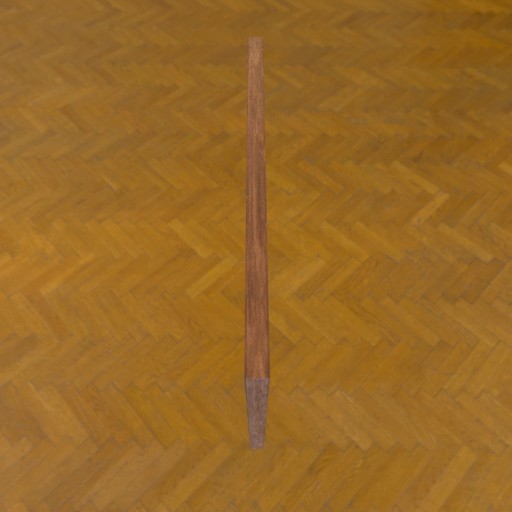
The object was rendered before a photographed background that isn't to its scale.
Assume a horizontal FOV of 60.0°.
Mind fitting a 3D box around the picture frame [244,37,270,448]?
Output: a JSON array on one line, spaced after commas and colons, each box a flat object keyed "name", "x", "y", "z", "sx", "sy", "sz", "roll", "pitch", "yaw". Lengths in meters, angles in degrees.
[{"name": "picture frame", "x": 0.000, "y": 0.000, "z": 0.773, "sx": 0.025, "sy": 0.457, "sz": 0.559, "roll": 0, "pitch": 59, "yaw": 0}]
